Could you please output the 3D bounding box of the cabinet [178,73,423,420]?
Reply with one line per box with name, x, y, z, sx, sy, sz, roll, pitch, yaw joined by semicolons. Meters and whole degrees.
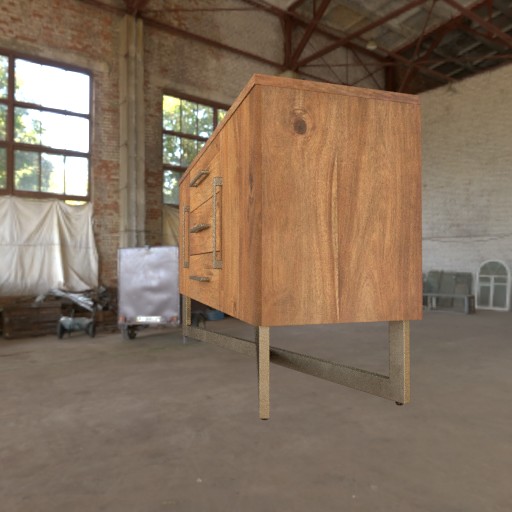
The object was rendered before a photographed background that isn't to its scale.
cabinet;0.000;0.000;1.735;0.480;0.812;1.373;0;-1;-17
